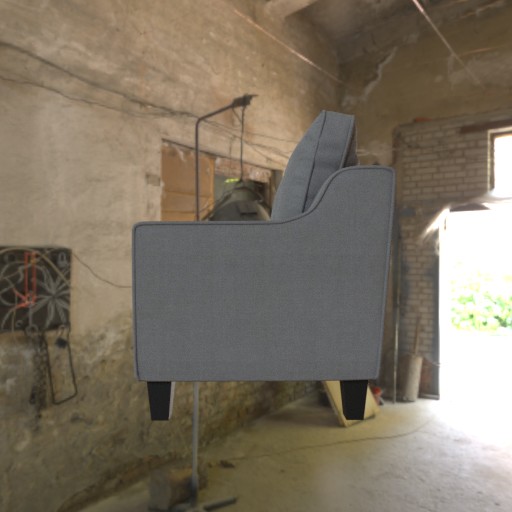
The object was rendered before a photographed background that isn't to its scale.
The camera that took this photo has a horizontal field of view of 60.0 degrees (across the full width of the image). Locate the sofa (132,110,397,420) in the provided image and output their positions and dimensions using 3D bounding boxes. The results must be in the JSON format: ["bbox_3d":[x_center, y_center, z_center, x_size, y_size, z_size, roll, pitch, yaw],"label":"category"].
[{"bbox_3d":[0.000,0.000,1.997,0.791,0.948,1.500,0,0,0],"label":"sofa"}]
